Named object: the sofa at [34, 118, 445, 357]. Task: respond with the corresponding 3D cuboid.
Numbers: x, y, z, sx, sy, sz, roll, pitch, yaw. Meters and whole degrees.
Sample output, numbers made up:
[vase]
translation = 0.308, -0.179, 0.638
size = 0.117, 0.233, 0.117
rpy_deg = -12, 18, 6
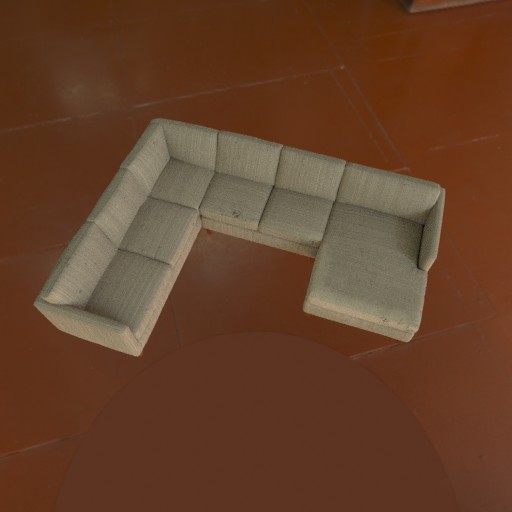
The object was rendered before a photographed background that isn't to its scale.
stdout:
[sofa]
translation = 0.000, 0.000, 4.577
size = 3.460, 0.961, 2.594
rpy_deg = 16, 60, 9
